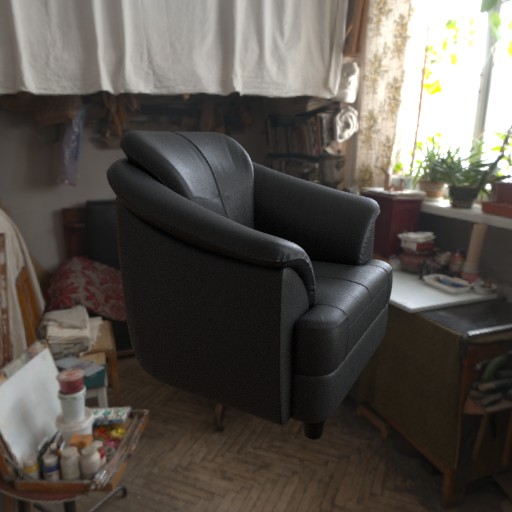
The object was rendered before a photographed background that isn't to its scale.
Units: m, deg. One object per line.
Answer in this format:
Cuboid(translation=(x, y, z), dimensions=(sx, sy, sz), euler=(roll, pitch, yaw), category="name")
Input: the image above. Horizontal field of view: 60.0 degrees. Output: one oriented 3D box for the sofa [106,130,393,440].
Cuboid(translation=(0.000, 0.000, 1.488), dimensions=(0.794, 0.811, 0.870), euler=(8, 17, 28), category="sofa")
